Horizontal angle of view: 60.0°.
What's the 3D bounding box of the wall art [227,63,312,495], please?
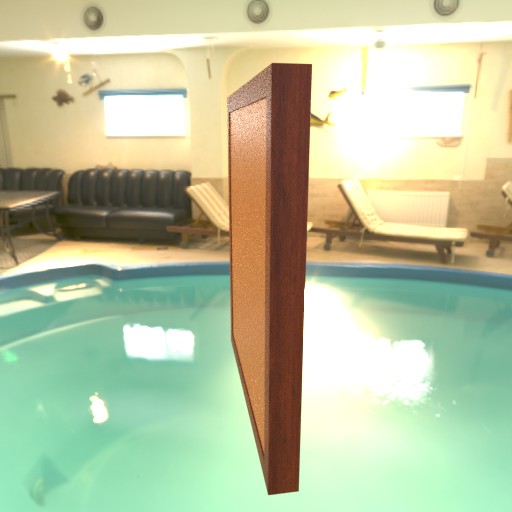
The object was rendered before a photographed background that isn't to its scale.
[{"bbox_3d":[0.000,0.000,0.530,0.030,0.381,0.330,-2,16,-9],"label":"wall art"}]
